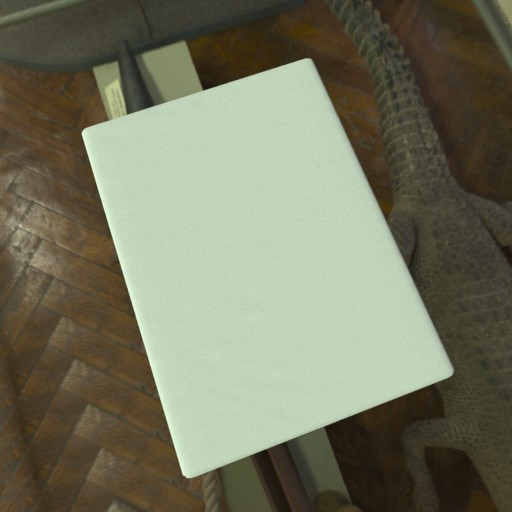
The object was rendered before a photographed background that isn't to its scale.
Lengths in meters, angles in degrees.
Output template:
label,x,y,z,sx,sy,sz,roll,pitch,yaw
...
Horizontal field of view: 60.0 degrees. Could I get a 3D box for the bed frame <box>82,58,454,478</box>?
label,x,y,z,sx,sy,sz,roll,pitch,yaw
bed frame,0.000,0.000,2.536,1.400,0.561,1.900,-19,77,-5
